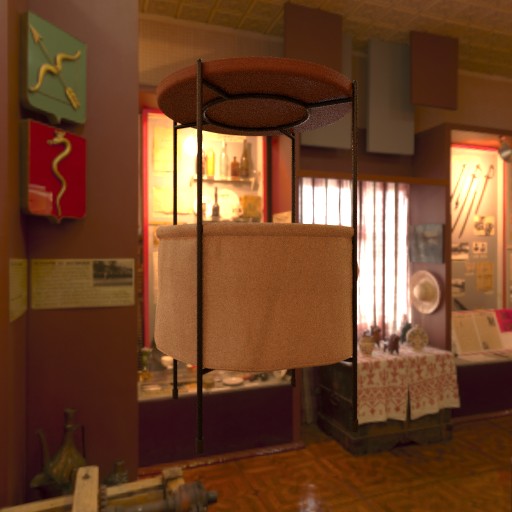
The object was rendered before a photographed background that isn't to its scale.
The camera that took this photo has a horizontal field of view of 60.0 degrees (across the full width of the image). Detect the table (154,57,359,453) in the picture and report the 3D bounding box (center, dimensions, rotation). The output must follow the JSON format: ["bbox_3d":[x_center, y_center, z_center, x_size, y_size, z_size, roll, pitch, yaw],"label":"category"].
[{"bbox_3d":[0.000,0.000,0.878,0.393,0.623,0.393,0,0,-18],"label":"table"}]
